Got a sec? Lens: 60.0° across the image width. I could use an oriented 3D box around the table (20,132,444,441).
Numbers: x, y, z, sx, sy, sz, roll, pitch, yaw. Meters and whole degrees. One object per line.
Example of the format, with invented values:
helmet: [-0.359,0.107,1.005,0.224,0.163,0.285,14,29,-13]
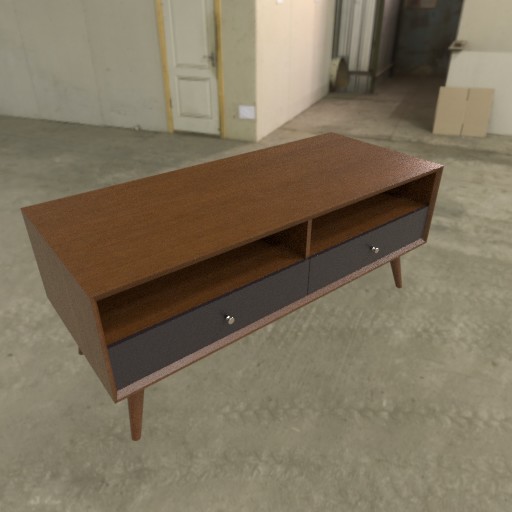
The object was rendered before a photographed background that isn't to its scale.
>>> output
table: [0.000,0.000,1.363,1.119,0.464,0.490,-22,37,-32]
